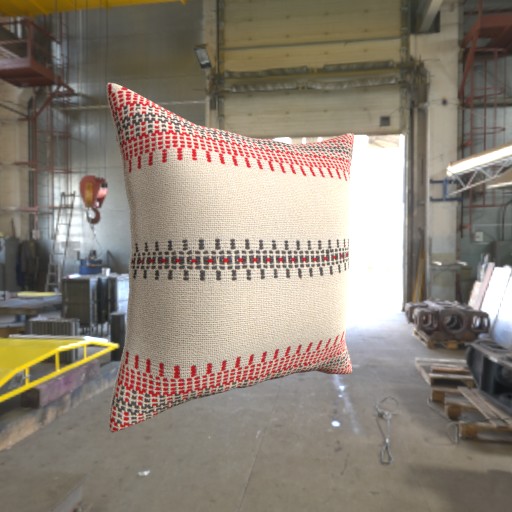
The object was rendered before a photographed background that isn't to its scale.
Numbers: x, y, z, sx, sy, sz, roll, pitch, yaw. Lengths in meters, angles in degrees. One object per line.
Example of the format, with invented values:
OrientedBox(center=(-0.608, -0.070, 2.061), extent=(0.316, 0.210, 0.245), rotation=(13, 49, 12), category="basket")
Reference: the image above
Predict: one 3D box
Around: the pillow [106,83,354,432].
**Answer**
OrientedBox(center=(0.000, 0.000, 0.703), extent=(0.463, 0.454, 0.160), rotation=(-1, 2, -36), category="pillow")
